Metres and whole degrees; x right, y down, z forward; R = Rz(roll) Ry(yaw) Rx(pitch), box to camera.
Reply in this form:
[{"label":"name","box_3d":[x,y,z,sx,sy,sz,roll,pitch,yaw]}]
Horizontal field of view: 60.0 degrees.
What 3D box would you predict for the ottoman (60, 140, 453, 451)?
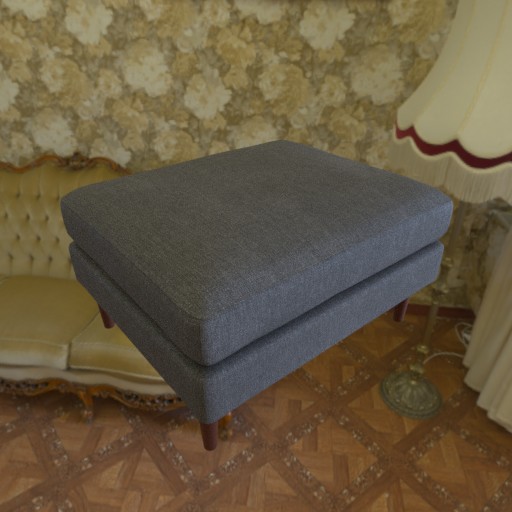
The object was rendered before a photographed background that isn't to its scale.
[{"label":"ottoman","box_3d":[0.000,0.000,1.256,0.821,0.474,0.693,-23,37,-33]}]
